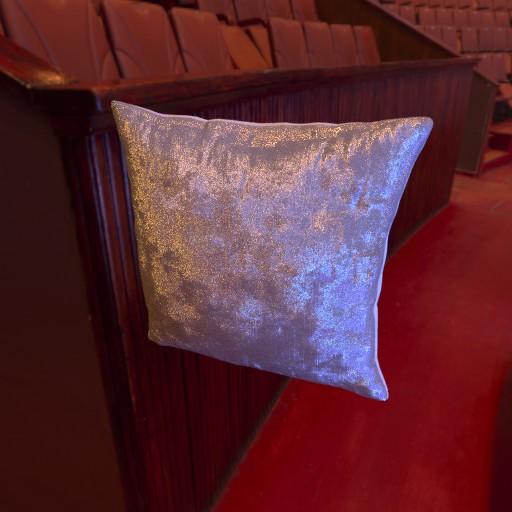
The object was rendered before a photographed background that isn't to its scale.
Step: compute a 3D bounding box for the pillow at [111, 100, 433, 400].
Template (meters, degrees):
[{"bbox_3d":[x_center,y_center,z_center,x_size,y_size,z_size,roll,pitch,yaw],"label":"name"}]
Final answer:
[{"bbox_3d":[0.000,0.000,0.718,0.470,0.464,0.175,9,27,18],"label":"pillow"}]
